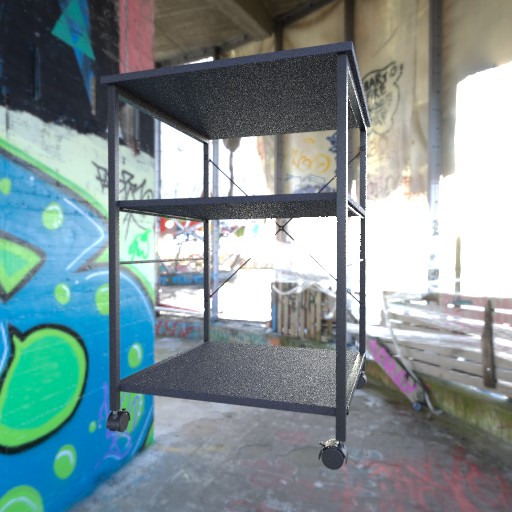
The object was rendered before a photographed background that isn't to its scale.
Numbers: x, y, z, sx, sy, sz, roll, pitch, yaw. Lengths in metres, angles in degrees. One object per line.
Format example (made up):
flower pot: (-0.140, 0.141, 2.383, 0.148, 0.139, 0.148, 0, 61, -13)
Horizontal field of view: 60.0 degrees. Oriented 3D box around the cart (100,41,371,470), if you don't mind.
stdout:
cart: (0.000, 0.000, 1.106, 0.521, 0.762, 0.520, 0, 1, 18)
